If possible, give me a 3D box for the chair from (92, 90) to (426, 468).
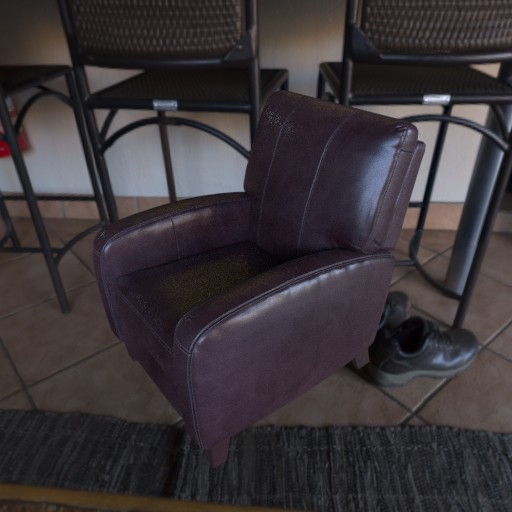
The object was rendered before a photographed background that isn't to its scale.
[{"bbox_3d":[0.000,0.000,1.630,0.990,0.990,0.762,-22,38,-31],"label":"chair"}]
